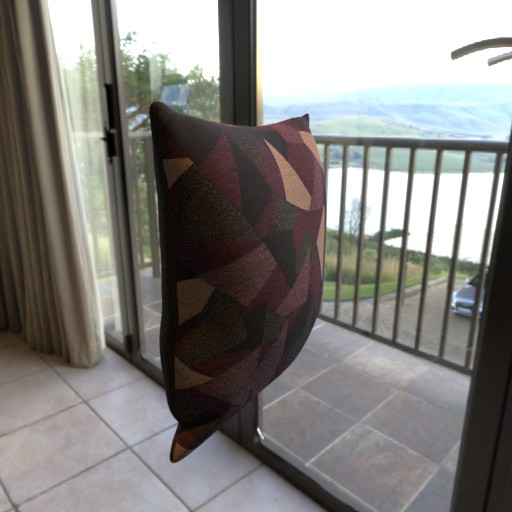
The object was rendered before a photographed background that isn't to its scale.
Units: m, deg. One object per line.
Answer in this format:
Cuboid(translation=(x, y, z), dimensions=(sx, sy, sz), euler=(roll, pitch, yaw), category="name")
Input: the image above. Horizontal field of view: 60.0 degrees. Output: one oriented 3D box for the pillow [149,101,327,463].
Cuboid(translation=(0.000, 0.000, 0.775), dimensions=(0.208, 0.496, 0.503), euler=(9, 19, 26), category="pillow")
